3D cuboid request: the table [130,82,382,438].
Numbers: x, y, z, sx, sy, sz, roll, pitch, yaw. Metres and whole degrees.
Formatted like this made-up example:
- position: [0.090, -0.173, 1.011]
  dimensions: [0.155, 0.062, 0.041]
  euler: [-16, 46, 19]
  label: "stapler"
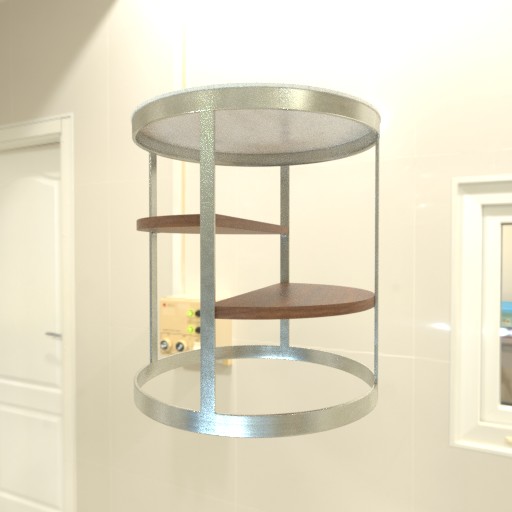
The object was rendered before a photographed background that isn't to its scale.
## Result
- position: [0.000, 0.000, 0.751]
  dimensions: [0.407, 0.447, 0.407]
  euler: [0, 1, 0]
  label: "table"
